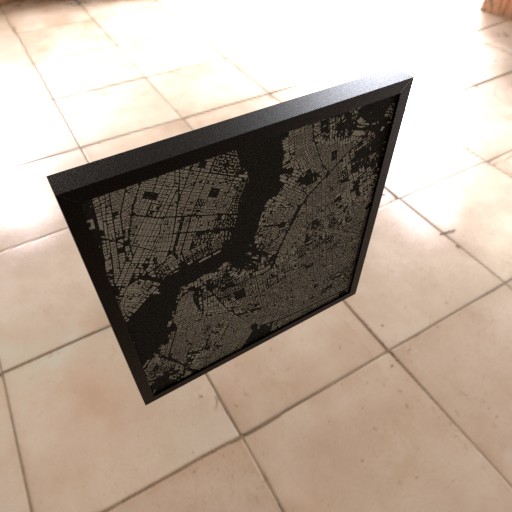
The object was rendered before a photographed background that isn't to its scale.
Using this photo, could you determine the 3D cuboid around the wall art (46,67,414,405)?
[{"bbox_3d":[0.000,0.000,0.741,0.506,0.506,0.038,-24,52,-21],"label":"wall art"}]
